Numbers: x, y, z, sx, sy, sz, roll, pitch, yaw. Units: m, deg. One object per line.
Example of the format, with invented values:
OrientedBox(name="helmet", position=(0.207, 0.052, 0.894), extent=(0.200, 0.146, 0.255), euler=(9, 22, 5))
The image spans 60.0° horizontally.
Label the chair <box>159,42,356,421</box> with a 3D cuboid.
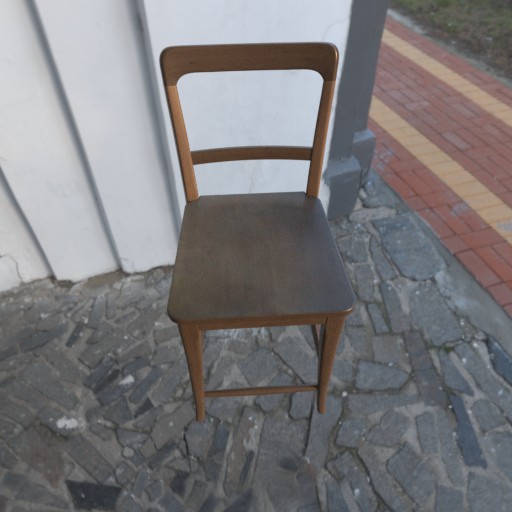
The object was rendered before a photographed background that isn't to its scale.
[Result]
OrientedBox(name="chair", position=(0.000, 0.000, 1.275), extent=(0.450, 0.991, 0.546), euler=(-3, 48, -2))
